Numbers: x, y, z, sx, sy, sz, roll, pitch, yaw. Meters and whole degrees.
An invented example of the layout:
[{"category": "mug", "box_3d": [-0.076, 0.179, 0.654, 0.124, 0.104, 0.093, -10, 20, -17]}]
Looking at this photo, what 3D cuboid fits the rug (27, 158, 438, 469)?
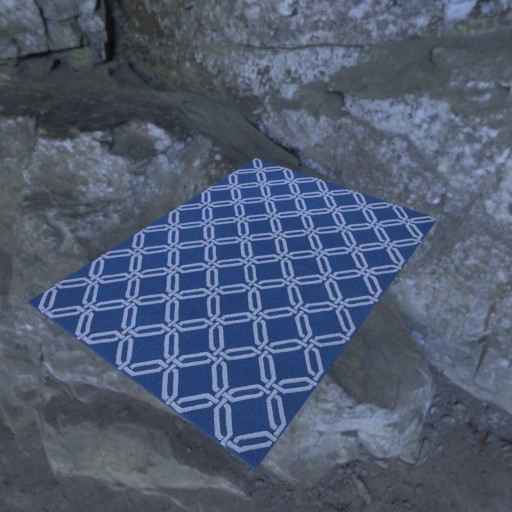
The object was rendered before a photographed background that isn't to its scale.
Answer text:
[{"category": "rug", "box_3d": [0.000, 0.000, 4.299, 2.432, 0.018, 3.342, 25, 45, 27]}]
